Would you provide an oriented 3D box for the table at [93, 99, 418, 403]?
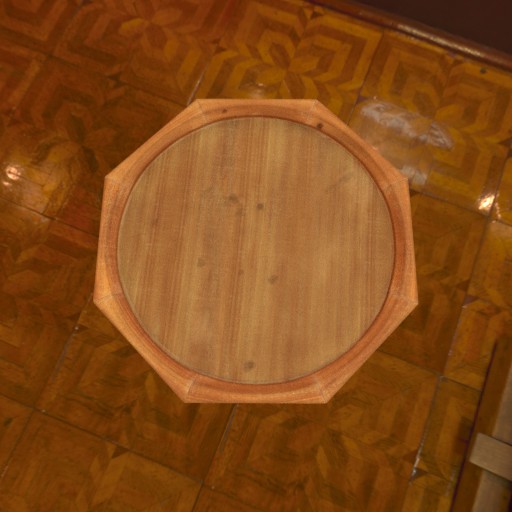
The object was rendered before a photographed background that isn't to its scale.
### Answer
[{"bbox_3d":[0.000,0.000,1.519,1.002,0.444,1.002,0,76,0],"label":"table"}]
